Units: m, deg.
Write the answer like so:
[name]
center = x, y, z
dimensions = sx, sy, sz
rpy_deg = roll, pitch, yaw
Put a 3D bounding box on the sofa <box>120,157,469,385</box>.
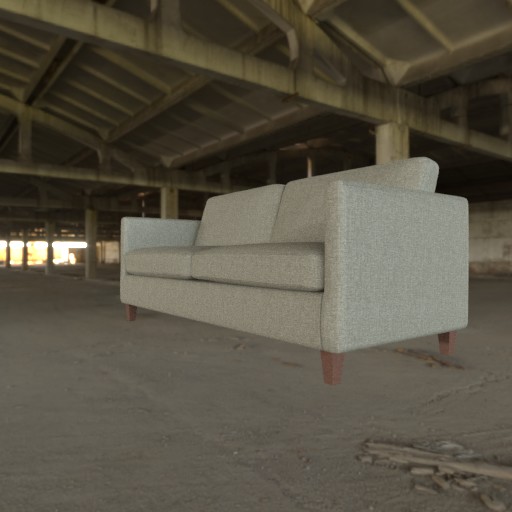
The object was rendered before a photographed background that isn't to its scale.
[sofa]
center = 0.000, 0.000, 2.729
dimensions = 0.956, 0.960, 2.208
rpy_deg = 0, 0, -37
